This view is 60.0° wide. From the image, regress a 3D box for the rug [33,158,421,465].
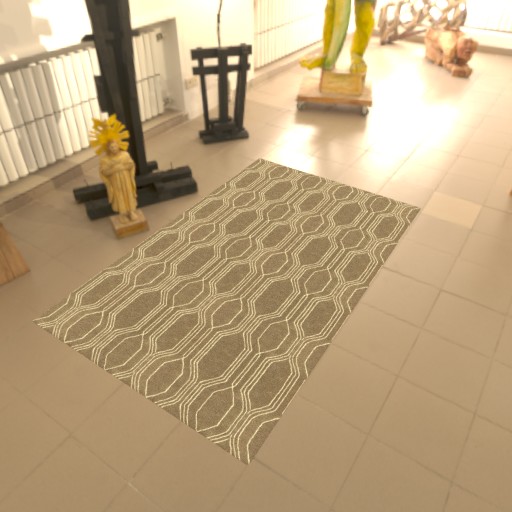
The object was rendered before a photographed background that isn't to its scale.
[{"bbox_3d":[0.000,0.000,3.076,1.541,0.012,2.457,23,45,25],"label":"rug"}]
